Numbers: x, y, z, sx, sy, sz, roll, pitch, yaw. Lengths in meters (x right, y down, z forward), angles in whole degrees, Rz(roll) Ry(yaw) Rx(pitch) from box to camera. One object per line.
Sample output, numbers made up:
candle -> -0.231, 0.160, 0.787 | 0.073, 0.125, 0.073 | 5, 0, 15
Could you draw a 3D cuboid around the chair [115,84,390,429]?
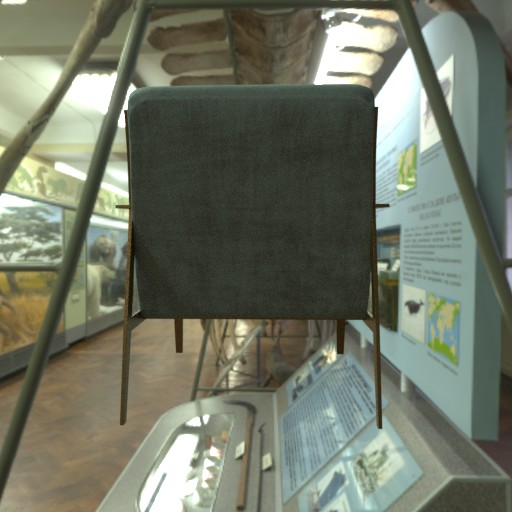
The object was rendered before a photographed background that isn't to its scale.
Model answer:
chair -> 0.000, 0.000, 1.467 | 0.701, 0.824, 0.842 | 0, 0, 2
